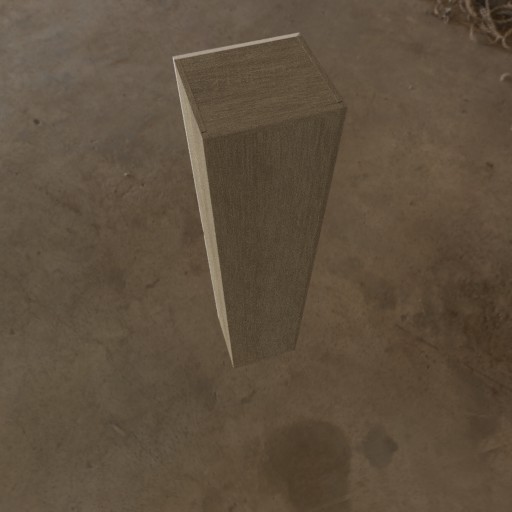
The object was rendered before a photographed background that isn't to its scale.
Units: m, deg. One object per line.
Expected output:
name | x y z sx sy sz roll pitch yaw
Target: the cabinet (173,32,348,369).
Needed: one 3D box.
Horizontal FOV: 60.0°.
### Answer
cabinet | 0.000 0.000 1.528 0.300 1.400 0.270 -15 59 -9
